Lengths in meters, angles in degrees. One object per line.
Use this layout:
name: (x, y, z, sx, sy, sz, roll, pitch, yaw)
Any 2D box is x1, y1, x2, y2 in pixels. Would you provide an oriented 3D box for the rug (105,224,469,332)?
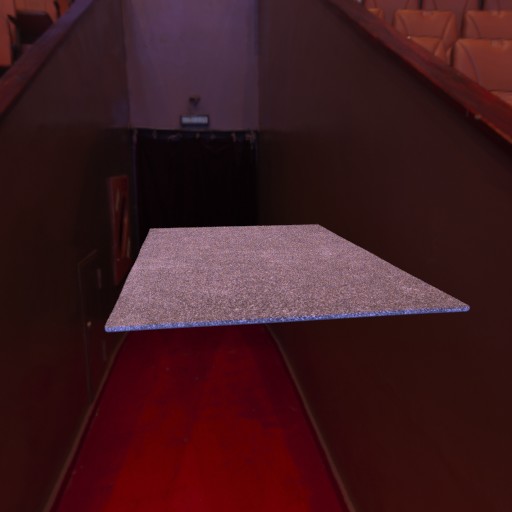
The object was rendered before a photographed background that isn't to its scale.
rug: (0.000, 0.000, 3.428, 1.802, 0.026, 2.699, -2, 13, -9)
